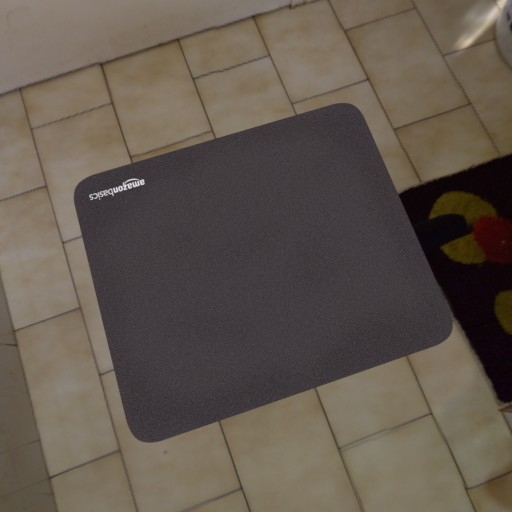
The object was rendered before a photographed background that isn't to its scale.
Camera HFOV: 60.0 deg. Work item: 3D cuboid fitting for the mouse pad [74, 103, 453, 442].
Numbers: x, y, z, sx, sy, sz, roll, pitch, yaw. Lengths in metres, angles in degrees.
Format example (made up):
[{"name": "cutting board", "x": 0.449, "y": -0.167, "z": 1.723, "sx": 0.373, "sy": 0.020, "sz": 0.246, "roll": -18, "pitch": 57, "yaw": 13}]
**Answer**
[{"name": "mouse pad", "x": 0.000, "y": 0.000, "z": 0.434, "sx": 0.315, "sy": 0.002, "sz": 0.269, "roll": -18, "pitch": 76, "yaw": -5}]
